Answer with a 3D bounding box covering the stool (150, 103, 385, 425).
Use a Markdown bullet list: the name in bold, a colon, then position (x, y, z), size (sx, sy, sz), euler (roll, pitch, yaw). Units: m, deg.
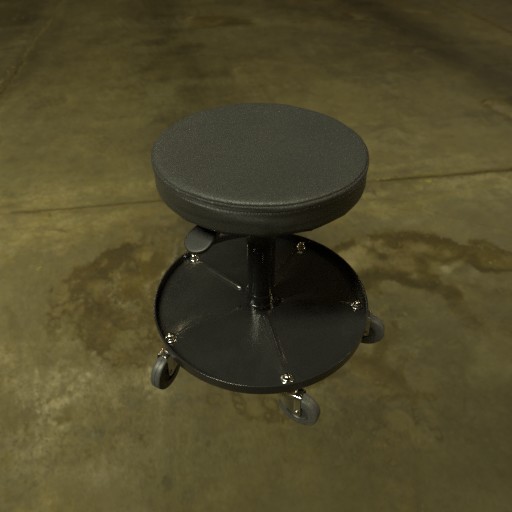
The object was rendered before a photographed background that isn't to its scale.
- **stool**: position (0.000, 0.000, 0.668), size (0.381, 0.365, 0.382), euler (25, 47, 26)
